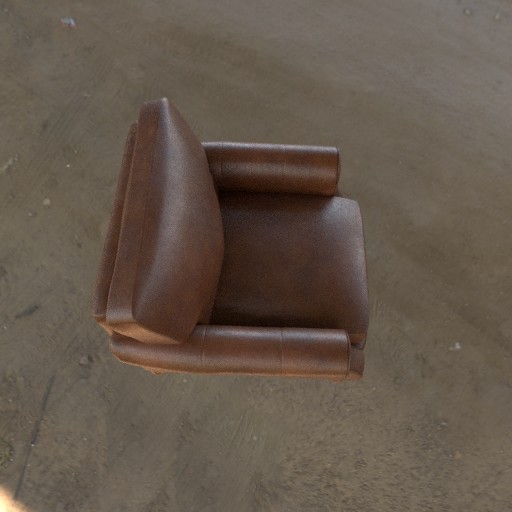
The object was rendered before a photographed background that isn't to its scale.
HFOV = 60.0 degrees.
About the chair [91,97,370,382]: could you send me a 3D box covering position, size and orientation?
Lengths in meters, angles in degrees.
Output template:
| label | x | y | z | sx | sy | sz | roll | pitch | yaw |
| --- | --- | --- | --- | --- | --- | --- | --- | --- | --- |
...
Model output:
| label | x | y | z | sx | sy | sz | roll | pitch | yaw |
| --- | --- | --- | --- | --- | --- | --- | --- | --- | --- |
| chair | 0.000 | 0.000 | 1.791 | 0.992 | 0.972 | 0.989 | 2 | 64 | 1 |
